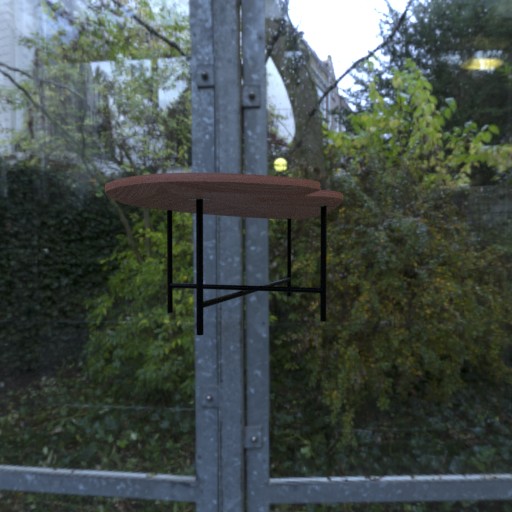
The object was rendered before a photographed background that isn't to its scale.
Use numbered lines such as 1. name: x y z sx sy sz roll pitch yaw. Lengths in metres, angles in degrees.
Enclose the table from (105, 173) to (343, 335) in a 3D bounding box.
1. table: 0.000 0.000 1.459 0.598 0.360 1.199 1 2 19
